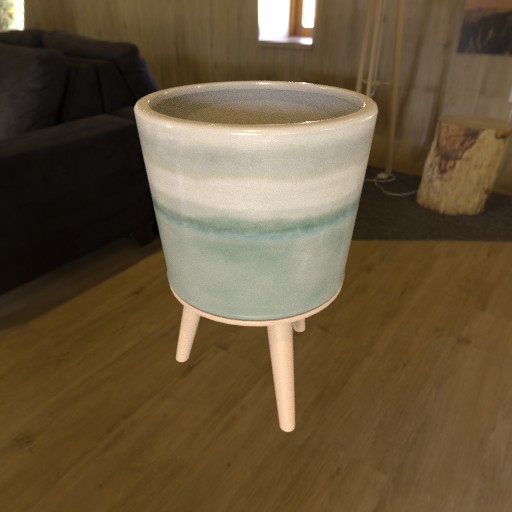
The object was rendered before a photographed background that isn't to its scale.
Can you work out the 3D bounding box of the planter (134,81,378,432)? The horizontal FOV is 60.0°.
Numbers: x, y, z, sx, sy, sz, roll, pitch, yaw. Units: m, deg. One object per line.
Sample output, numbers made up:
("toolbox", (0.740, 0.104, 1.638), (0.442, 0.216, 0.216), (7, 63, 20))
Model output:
("planter", (0.000, 0.000, 0.593), (0.265, 0.404, 0.265), (-21, 36, -32))
